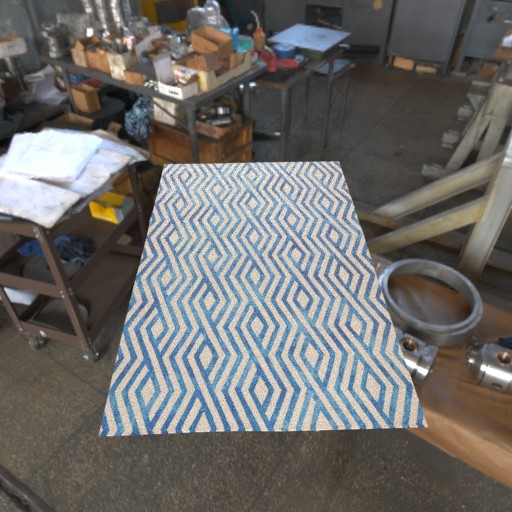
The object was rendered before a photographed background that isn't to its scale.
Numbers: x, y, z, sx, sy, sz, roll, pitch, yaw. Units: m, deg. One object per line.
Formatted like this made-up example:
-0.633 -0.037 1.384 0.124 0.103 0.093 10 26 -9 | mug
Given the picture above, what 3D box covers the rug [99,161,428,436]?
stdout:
0.000 0.000 2.960 1.531 0.008 2.439 -1 42 -1 | rug
